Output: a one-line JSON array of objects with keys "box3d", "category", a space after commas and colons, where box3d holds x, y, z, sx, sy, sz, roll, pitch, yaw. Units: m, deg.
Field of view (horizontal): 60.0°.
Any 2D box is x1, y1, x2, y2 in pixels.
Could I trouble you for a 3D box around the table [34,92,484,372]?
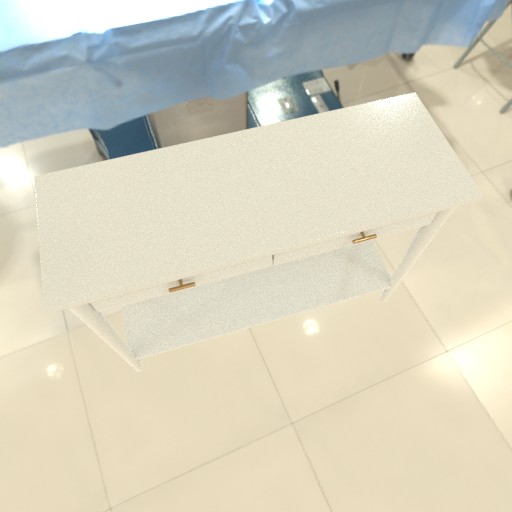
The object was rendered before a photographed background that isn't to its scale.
[{"box3d": [0.000, 0.000, 1.441, 1.067, 0.749, 0.381, -15, 63, -8], "category": "table"}]
